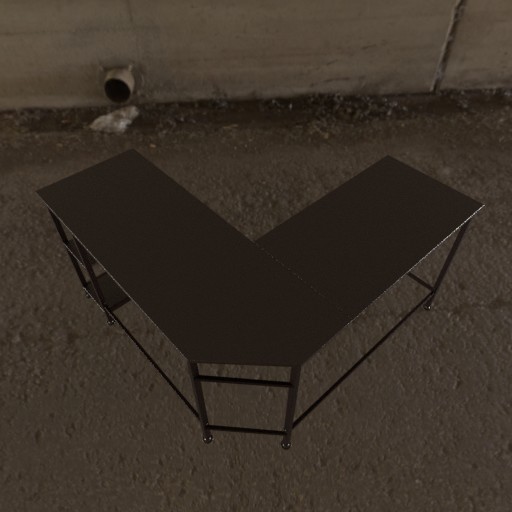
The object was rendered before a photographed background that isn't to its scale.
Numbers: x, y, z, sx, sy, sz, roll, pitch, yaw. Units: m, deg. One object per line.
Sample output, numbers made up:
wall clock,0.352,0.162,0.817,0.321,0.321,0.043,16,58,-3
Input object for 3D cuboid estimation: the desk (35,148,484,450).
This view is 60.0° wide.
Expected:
desk,0.000,0.000,2.191,1.379,0.739,1.379,-34,56,-27
